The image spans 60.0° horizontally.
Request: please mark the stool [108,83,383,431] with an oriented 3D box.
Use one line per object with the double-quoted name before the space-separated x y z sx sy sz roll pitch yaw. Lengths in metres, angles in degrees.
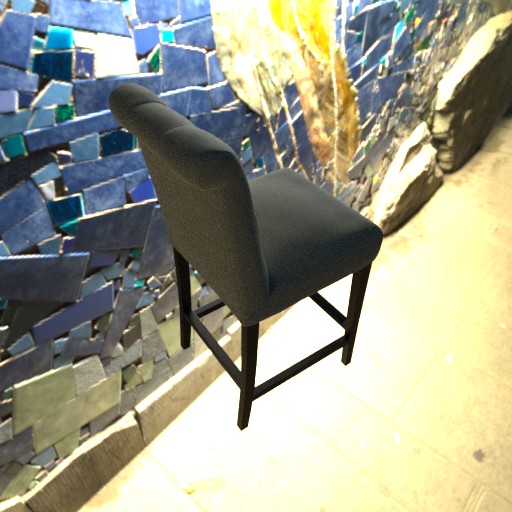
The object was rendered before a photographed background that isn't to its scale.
"stool" 0.000 0.000 1.387 0.601 1.040 0.493 -24 46 -26
